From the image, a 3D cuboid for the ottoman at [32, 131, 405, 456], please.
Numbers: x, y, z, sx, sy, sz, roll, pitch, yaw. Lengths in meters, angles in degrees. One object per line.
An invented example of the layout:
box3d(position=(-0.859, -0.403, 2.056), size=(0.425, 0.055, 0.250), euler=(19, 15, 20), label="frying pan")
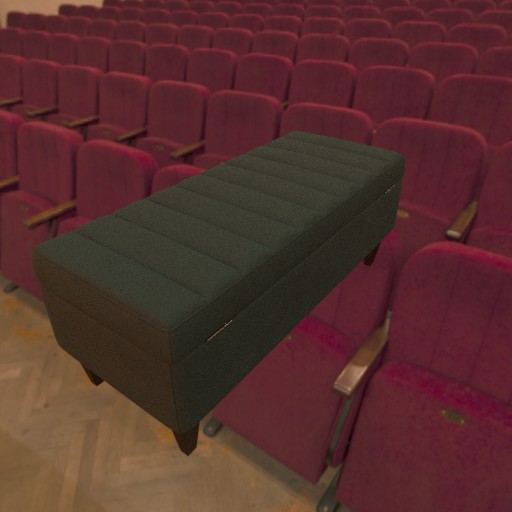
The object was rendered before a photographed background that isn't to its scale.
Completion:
box3d(position=(0.000, 0.000, 1.398), size=(0.482, 0.469, 1.151), euler=(22, 39, 30), label="ottoman")
